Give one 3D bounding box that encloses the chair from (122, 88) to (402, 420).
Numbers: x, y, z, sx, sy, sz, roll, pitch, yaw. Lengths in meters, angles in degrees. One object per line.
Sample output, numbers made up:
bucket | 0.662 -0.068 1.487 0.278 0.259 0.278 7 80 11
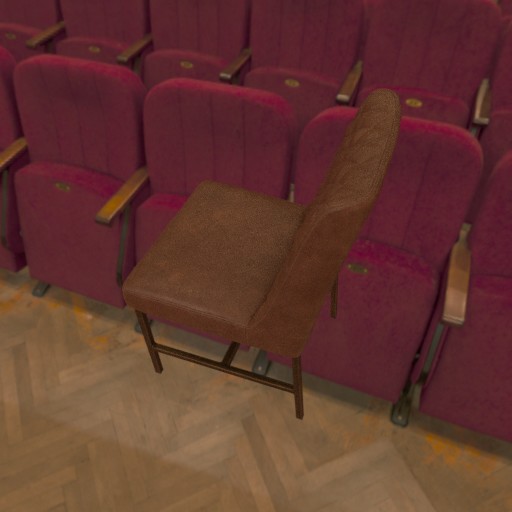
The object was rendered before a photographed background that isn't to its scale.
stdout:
chair | 0.000 0.000 1.256 0.587 0.889 0.508 16 49 14
